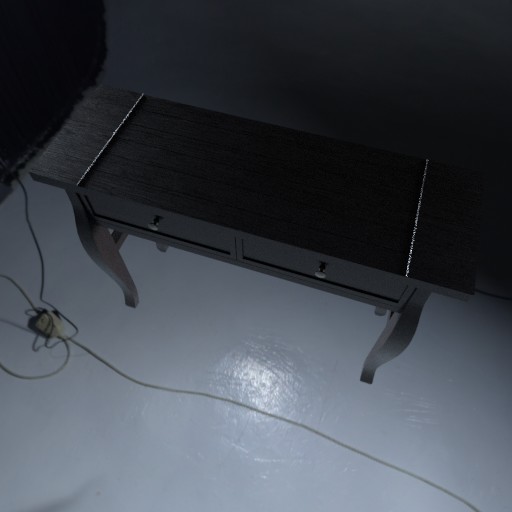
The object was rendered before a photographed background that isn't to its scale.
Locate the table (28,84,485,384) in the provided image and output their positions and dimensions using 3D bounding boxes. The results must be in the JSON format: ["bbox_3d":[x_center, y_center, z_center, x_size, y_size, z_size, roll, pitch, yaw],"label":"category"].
[{"bbox_3d":[0.000,0.000,1.411,1.062,0.768,0.373,16,59,10],"label":"table"}]
